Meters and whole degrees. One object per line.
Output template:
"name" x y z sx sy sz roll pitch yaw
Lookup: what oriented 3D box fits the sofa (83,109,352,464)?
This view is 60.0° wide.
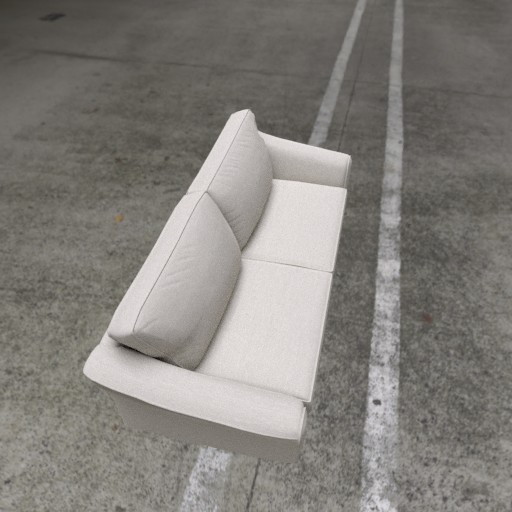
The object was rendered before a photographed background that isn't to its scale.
"sofa" 0.000 0.000 2.743 0.980 0.965 2.270 10 46 10
